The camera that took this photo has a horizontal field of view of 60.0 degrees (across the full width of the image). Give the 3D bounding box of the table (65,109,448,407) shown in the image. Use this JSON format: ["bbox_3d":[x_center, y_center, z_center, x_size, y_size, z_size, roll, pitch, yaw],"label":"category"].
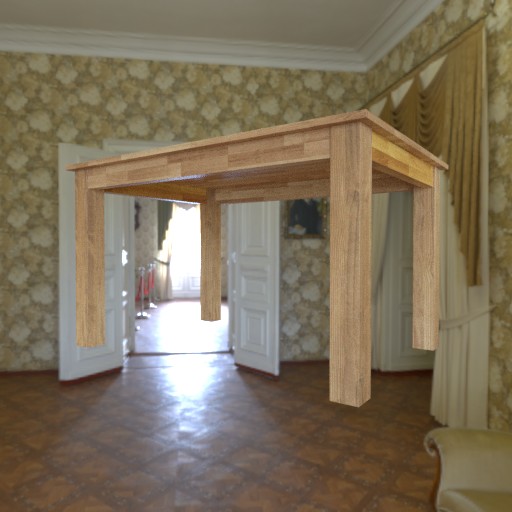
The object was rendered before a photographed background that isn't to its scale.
[{"bbox_3d":[0.000,0.000,1.838,1.300,0.750,0.900,1,1,35],"label":"table"}]
